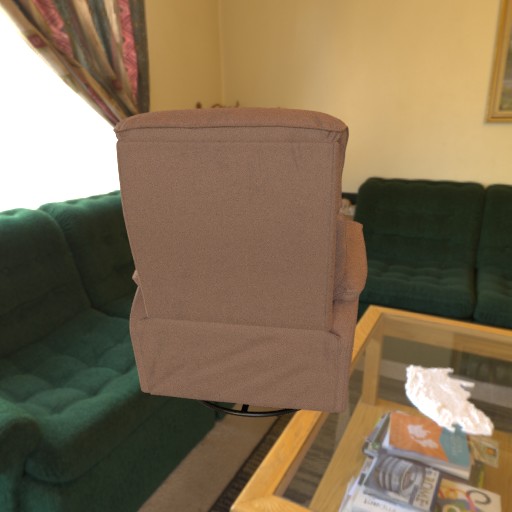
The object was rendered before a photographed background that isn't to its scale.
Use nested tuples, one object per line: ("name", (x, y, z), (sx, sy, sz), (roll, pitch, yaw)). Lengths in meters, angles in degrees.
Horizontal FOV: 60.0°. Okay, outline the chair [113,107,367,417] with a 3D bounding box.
("chair", (0.000, 0.000, 1.677), (0.820, 1.037, 1.004), (3, 17, 9))
